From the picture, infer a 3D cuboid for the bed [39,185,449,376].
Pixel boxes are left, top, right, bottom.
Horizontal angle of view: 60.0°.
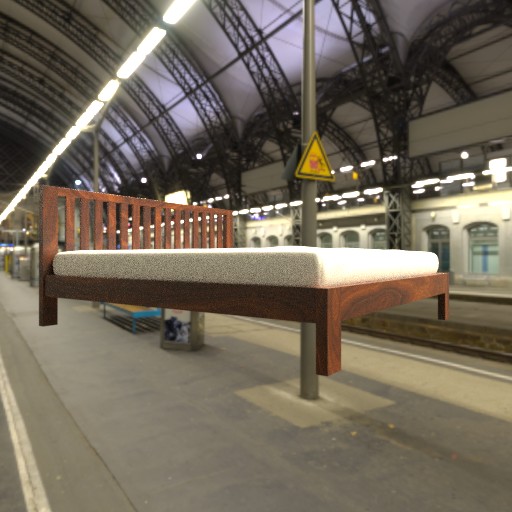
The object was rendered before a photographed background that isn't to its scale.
[{"bbox_3d":[0.000,0.000,2.995,2.030,0.890,1.905,0,0,36],"label":"bed"}]
